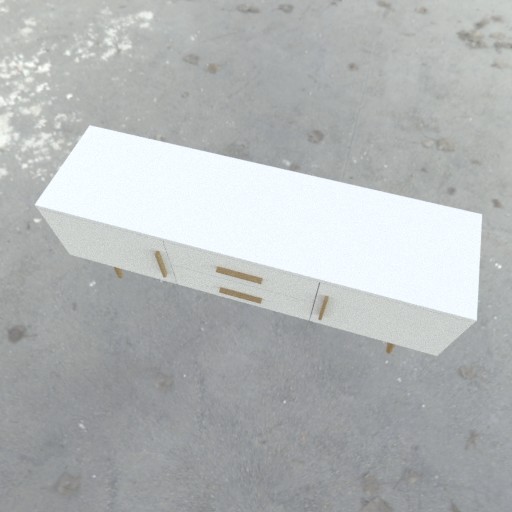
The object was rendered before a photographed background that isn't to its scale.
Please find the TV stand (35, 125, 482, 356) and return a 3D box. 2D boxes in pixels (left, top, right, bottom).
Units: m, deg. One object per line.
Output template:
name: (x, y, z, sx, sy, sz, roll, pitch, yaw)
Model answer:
TV stand: (0.000, 0.000, 1.670, 1.398, 0.560, 0.401, 15, 60, 8)
